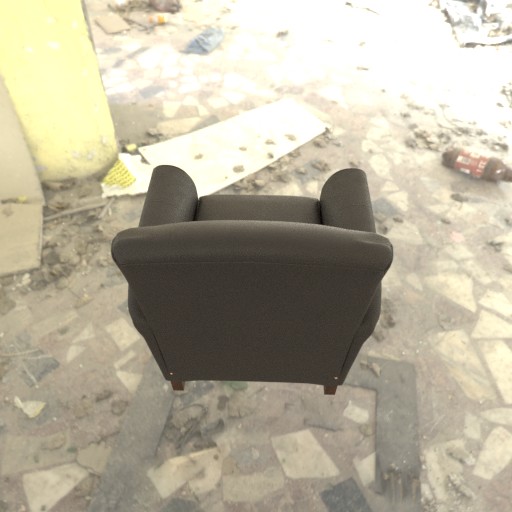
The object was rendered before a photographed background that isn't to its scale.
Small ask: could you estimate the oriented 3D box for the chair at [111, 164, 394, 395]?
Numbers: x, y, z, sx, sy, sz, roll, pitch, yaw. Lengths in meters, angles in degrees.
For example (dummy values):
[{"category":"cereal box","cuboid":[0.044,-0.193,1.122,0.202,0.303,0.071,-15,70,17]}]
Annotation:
[{"category":"chair","cuboid":[0.000,0.000,1.777,0.978,1.061,0.902,1,48,1]}]
